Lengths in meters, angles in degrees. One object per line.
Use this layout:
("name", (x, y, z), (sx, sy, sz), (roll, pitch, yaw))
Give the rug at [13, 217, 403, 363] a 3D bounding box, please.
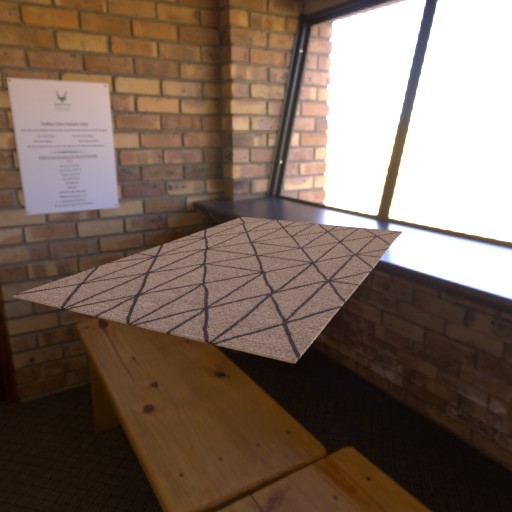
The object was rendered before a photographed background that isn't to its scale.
("rug", (0.000, 0.000, 2.970), (1.526, 0.008, 2.465), (7, 17, 25))
